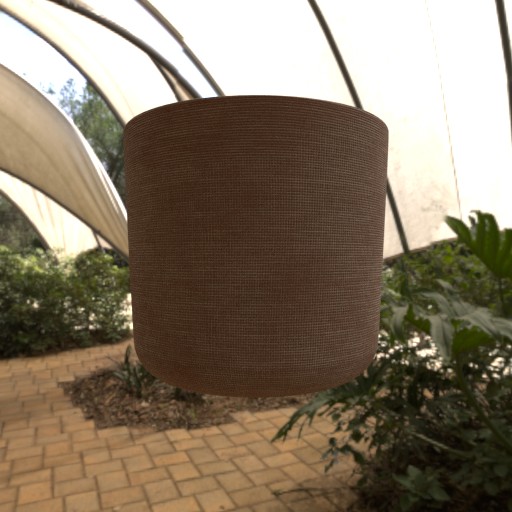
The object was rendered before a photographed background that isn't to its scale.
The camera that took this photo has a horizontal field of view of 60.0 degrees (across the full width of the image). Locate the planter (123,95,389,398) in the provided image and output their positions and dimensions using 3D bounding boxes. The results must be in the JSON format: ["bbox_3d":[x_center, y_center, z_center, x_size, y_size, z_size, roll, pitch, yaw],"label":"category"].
[{"bbox_3d":[0.000,0.000,0.766,0.440,0.398,0.440,0,0,0],"label":"planter"}]
